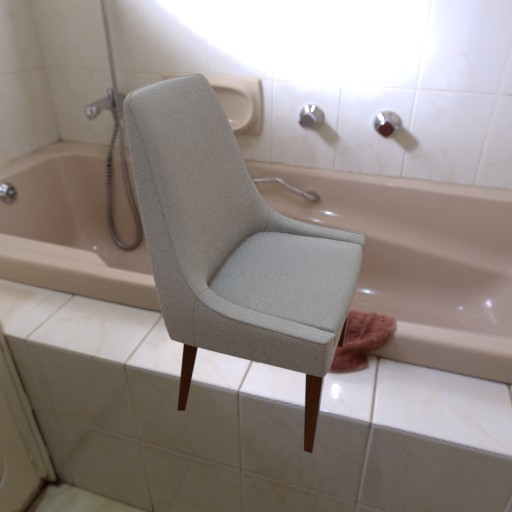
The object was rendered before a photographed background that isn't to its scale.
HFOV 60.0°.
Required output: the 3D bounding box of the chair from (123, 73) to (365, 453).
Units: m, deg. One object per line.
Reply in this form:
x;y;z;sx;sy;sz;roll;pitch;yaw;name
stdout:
0.000;0.000;1.199;0.544;0.861;0.529;10;32;17;chair
